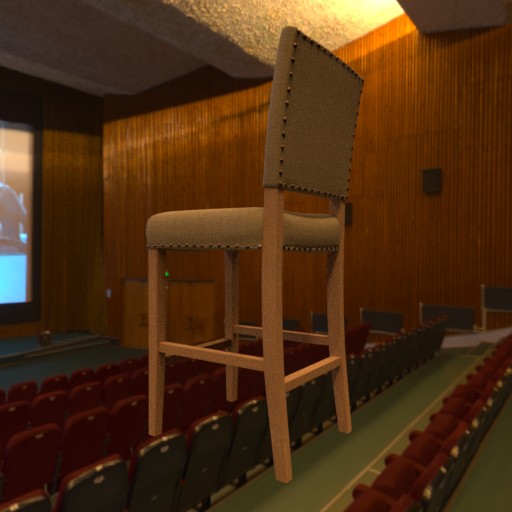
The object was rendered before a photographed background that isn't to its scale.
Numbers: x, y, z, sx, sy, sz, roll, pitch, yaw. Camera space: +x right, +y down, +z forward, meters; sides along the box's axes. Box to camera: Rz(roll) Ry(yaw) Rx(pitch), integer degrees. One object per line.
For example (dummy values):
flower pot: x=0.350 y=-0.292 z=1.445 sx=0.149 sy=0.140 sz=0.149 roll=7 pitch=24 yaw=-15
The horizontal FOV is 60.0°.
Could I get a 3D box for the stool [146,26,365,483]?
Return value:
stool: x=0.000 y=0.000 z=1.450 sx=0.585 sy=1.173 sz=0.445 roll=1 pitch=2 yaw=36
